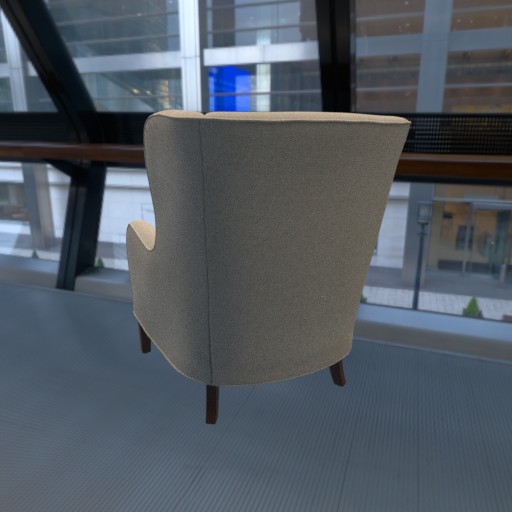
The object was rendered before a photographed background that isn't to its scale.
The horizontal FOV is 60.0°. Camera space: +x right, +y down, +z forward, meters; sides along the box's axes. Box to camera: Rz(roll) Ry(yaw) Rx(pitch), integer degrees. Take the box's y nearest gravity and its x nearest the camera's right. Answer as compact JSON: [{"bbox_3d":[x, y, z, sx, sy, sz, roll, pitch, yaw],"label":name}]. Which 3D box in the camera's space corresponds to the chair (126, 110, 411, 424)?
[{"bbox_3d":[0.000,0.000,1.717,0.838,1.040,0.966,-7,17,-25],"label":"chair"}]
